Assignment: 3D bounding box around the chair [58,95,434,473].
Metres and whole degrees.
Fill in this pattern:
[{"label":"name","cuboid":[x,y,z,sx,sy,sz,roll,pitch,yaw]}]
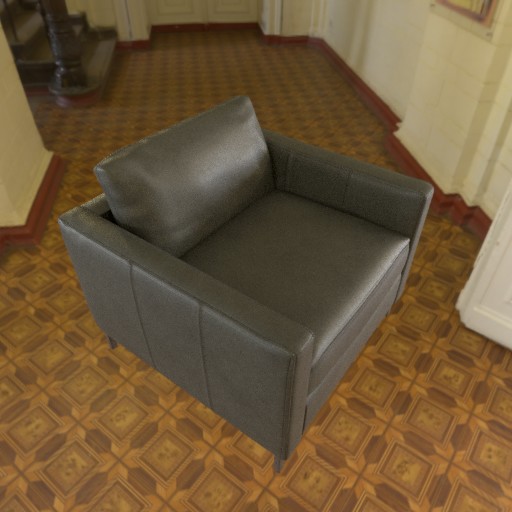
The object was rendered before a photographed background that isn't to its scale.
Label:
[{"label":"chair","cuboid":[0.000,0.000,1.487,0.861,0.824,0.967,26,47,27]}]
